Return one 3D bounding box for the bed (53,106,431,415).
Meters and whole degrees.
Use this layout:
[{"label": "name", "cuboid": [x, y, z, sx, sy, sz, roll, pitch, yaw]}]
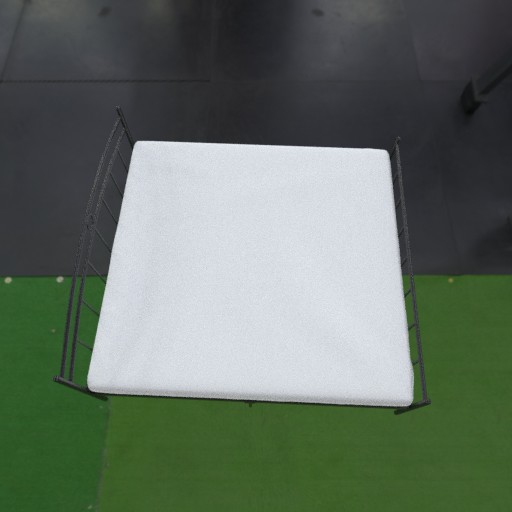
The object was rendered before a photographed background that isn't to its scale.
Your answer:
[{"label": "bed", "cuboid": [0.000, 0.000, 3.021, 2.040, 0.940, 1.880, 2, 65, 1]}]
